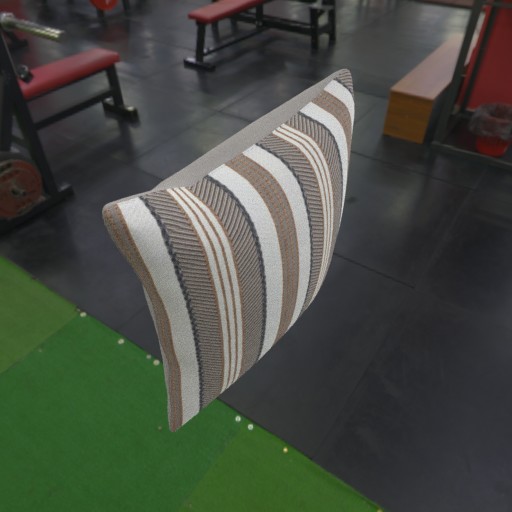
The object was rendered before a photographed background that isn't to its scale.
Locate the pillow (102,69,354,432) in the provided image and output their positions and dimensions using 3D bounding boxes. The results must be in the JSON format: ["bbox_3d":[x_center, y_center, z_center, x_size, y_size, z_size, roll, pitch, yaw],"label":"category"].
[{"bbox_3d":[0.000,0.000,0.622,0.173,0.401,0.416,28,49,27],"label":"pillow"}]
